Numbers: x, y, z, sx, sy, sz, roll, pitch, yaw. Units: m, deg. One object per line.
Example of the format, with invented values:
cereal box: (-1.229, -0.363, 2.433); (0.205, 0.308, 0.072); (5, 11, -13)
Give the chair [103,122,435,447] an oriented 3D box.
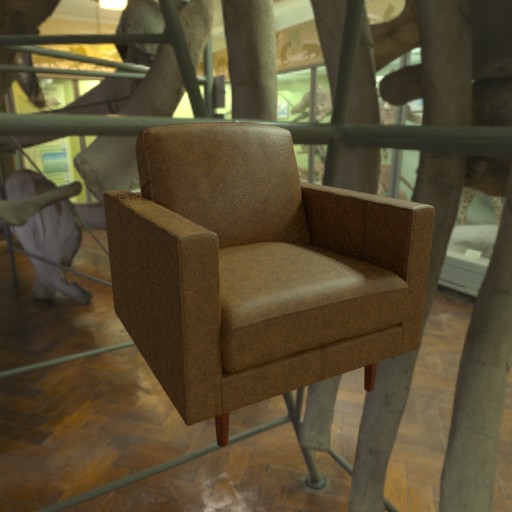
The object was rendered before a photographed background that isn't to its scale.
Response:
chair: (0.000, 0.000, 1.645); (0.890, 0.956, 0.909); (-9, 19, -28)
